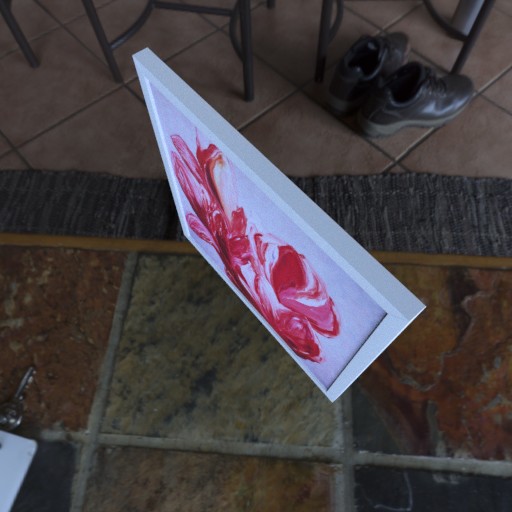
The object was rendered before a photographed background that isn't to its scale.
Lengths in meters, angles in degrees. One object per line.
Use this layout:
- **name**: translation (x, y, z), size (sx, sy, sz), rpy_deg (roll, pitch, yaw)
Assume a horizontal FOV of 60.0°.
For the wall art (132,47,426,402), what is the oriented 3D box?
- **wall art**: translation (0.000, 0.000, 0.681), size (0.023, 0.453, 0.455), rpy_deg (-37, 69, -17)
